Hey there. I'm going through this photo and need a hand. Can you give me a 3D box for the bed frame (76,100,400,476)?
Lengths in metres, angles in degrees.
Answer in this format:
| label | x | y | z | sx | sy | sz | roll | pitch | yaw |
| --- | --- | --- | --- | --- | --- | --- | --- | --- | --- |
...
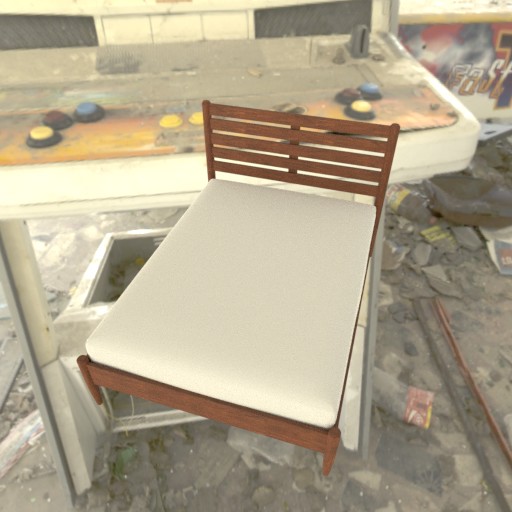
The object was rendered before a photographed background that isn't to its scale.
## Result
| label | x | y | z | sx | sy | sz | roll | pitch | yaw |
| --- | --- | --- | --- | --- | --- | --- | --- | --- | --- |
| bed frame | 0.000 | 0.000 | 3.250 | 1.655 | 1.321 | 2.234 | 12 | 42 | 13 |
